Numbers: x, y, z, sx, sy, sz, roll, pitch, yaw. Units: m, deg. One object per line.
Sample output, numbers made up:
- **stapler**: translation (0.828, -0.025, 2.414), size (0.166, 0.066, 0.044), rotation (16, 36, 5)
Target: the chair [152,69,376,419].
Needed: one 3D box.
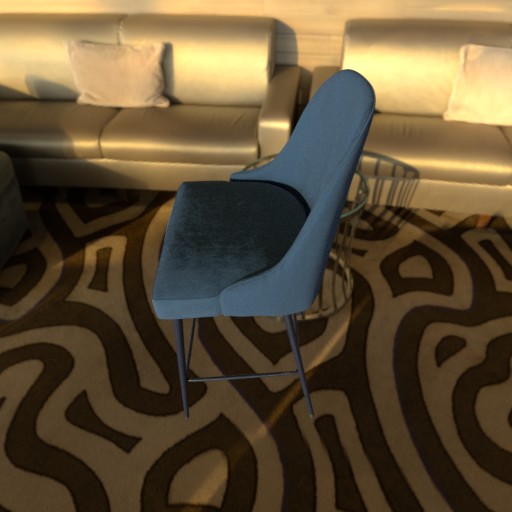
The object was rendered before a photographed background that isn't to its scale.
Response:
- **chair**: translation (0.000, 0.000, 1.225), size (0.489, 0.927, 0.526), rotation (0, 40, 0)
